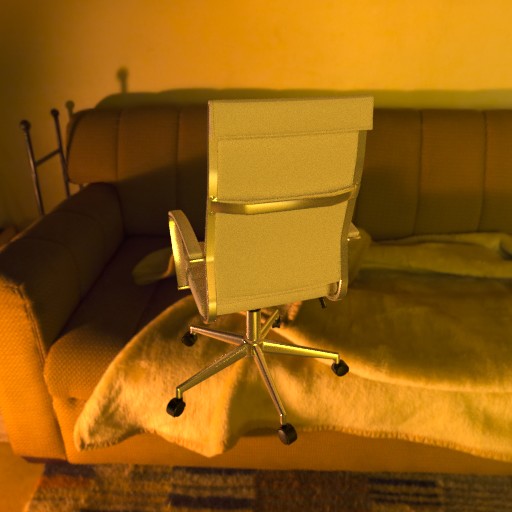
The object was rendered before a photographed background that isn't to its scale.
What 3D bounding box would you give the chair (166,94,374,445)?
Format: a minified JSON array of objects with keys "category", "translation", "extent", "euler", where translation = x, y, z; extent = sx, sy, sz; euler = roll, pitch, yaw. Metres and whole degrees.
[{"category":"chair","translation":[0.000,0.000,1.607],"extent":[0.766,1.149,0.739],"euler":[-8,27,-16]}]
